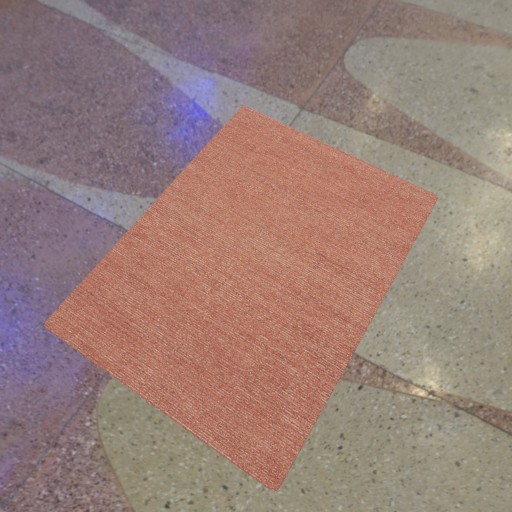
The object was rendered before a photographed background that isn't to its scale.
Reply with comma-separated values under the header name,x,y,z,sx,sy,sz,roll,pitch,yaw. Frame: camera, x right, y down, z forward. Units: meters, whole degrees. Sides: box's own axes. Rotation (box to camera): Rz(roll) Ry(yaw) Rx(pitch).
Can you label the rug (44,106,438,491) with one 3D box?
name,x,y,z,sx,sy,sz,roll,pitch,yaw
rug,0.000,0.000,2.784,1.594,0.009,2.112,30,66,15
